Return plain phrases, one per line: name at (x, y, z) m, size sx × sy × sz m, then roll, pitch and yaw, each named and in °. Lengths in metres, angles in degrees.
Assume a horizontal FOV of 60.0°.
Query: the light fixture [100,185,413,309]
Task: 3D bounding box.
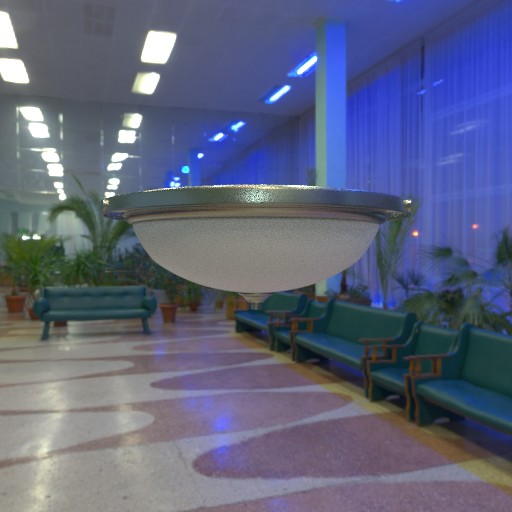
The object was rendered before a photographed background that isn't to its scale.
light fixture at (0.000, 0.000, 0.546) m, size 0.361 × 0.130 × 0.361 m, roll 0°, pitch 1°, yaw 0°
